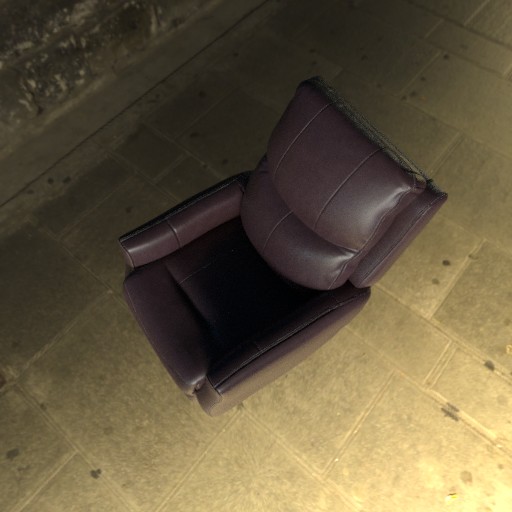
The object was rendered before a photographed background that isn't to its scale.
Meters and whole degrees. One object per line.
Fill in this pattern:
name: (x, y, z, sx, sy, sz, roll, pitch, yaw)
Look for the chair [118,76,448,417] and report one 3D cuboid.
chair: (0.000, 0.000, 1.815, 1.080, 1.030, 0.829, -32, 68, -15)
